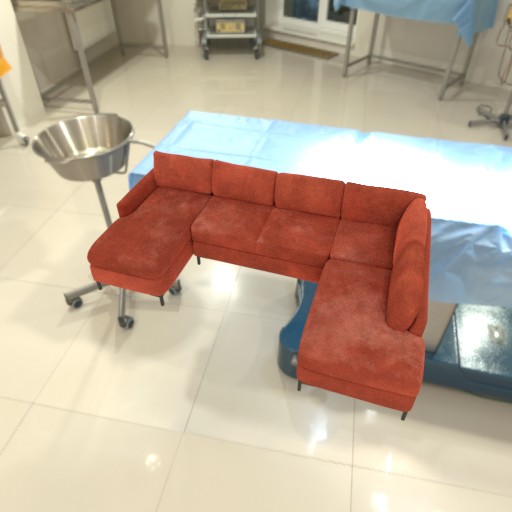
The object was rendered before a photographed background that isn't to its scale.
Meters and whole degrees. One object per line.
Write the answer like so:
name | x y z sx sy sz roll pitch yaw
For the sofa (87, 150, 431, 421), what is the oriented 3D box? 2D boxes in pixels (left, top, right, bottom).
sofa | 0.000 0.000 4.002 2.971 0.858 1.981 12 42 14
